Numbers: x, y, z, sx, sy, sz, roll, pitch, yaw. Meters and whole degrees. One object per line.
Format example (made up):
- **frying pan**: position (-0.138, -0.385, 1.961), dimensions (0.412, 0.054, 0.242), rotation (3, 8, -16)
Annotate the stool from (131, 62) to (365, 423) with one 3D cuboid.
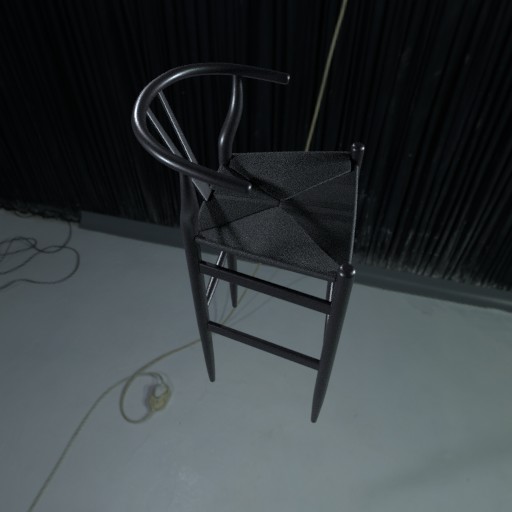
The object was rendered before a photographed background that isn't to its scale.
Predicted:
- **stool**: position (0.000, 0.000, 1.437), dimensions (0.579, 1.072, 0.569), rotation (9, 47, 8)
